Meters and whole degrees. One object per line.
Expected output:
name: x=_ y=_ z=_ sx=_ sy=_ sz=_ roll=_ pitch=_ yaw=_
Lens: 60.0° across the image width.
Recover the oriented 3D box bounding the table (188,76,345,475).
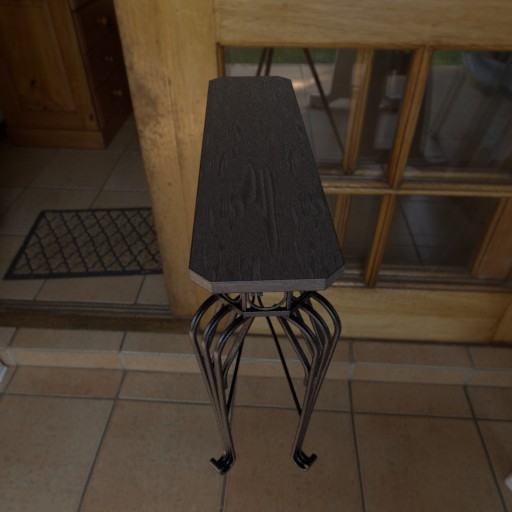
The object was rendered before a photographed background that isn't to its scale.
table: x=0.000 y=0.000 z=1.461 sx=0.329 sy=0.800 sz=1.112 roll=-2 pitch=41 yaw=-2
